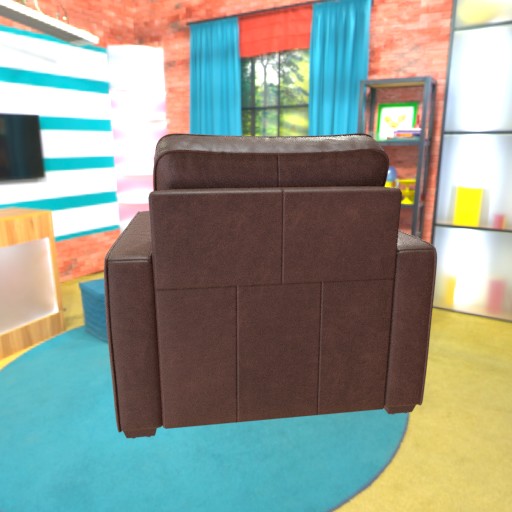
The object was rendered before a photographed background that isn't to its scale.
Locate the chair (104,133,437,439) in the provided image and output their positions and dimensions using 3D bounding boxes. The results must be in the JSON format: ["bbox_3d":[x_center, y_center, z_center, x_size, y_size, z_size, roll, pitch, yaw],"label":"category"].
[{"bbox_3d":[0.000,0.000,1.742,1.017,0.919,0.940,-2,14,-8],"label":"chair"}]
